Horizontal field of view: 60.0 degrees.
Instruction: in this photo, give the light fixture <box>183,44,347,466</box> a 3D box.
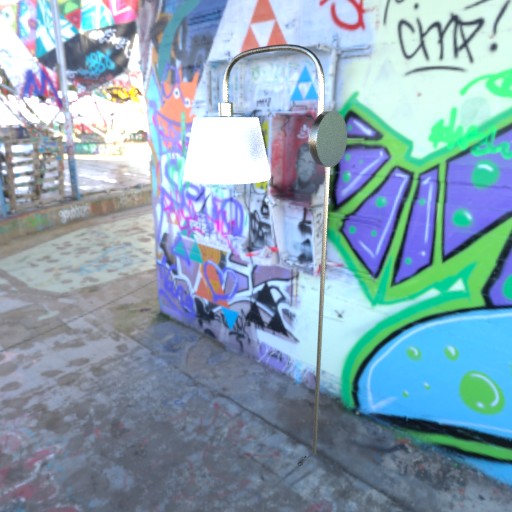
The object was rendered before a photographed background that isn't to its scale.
[{"bbox_3d":[0.000,0.000,0.465,0.176,0.399,0.092,16,23,41],"label":"light fixture"}]
